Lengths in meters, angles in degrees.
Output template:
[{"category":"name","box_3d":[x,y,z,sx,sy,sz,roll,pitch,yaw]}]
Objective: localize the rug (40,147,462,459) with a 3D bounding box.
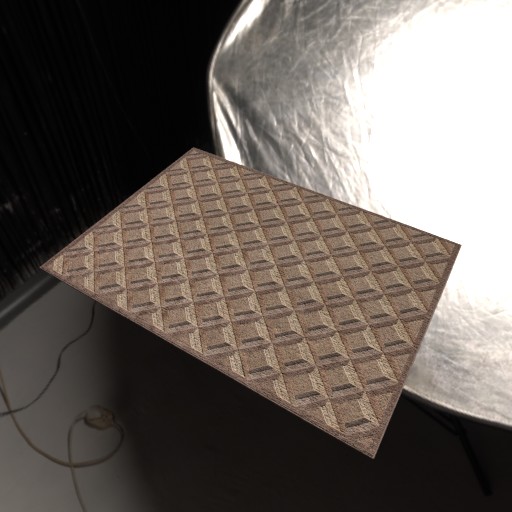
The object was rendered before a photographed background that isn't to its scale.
[{"category":"rug","box_3d":[0.000,0.000,4.243,3.294,0.018,2.382,24,51,21]}]
